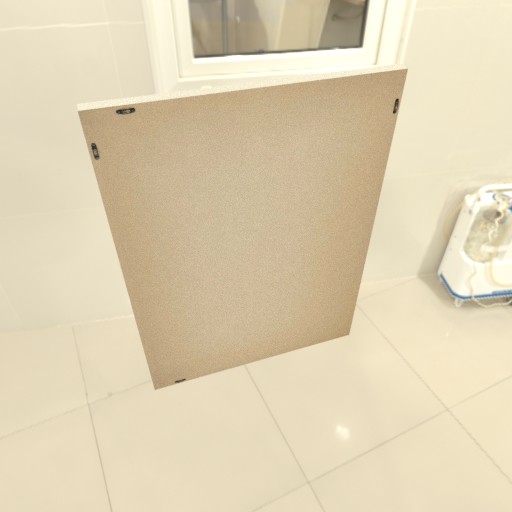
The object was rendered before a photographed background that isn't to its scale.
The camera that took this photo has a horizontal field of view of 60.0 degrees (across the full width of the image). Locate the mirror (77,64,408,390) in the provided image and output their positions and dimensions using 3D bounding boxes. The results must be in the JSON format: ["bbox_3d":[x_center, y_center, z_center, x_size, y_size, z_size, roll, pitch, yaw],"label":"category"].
[{"bbox_3d":[0.000,0.000,1.323,0.762,1.016,0.041,-13,43,-14],"label":"mirror"}]
